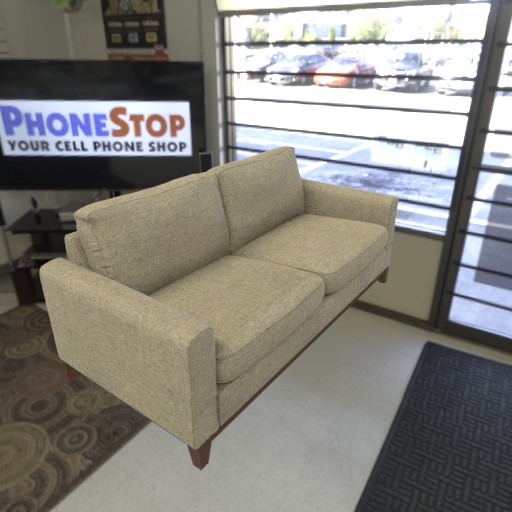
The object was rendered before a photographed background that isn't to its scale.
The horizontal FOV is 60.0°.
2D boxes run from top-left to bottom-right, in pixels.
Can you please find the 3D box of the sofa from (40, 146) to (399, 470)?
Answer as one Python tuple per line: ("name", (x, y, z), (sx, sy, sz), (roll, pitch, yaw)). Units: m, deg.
("sofa", (0.000, 0.000, 2.493), (0.969, 0.892, 1.978), (18, 31, 32))
